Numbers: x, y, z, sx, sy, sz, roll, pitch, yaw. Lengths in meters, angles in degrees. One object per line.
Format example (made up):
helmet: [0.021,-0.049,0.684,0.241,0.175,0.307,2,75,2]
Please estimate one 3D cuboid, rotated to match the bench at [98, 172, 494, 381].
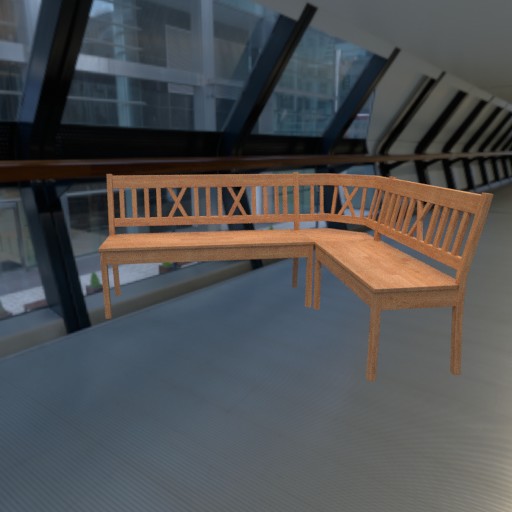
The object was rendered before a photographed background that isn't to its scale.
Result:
bench: [0.000,0.000,2.708,1.937,0.902,1.537,-2,15,-8]
